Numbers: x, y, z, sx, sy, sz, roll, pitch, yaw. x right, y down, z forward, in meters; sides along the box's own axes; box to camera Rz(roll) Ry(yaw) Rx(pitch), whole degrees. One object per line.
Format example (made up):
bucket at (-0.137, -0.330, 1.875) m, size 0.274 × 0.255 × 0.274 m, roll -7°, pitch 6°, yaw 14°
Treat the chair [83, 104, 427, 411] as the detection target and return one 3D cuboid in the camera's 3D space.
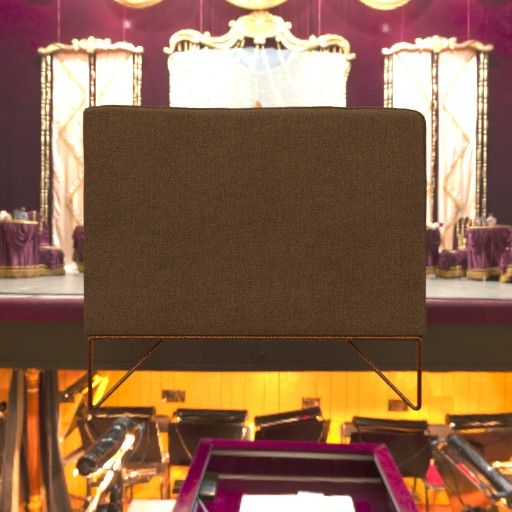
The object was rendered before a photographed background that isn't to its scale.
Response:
chair at (0.000, 0.000, 1.592) m, size 0.912 × 0.799 × 0.920 m, roll 0°, pitch 0°, yaw 1°
